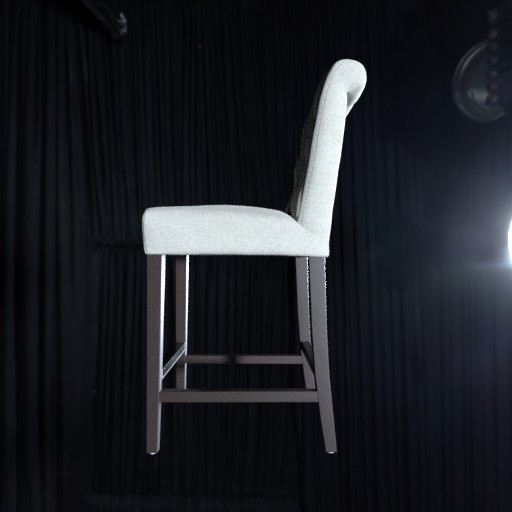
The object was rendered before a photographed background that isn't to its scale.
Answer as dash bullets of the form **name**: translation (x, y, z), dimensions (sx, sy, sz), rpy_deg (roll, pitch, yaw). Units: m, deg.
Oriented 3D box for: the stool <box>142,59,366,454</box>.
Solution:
- **stool**: translation (0.000, 0.000, 1.385), dimensions (0.601, 1.040, 0.493), rpy_deg (0, 0, 0)
